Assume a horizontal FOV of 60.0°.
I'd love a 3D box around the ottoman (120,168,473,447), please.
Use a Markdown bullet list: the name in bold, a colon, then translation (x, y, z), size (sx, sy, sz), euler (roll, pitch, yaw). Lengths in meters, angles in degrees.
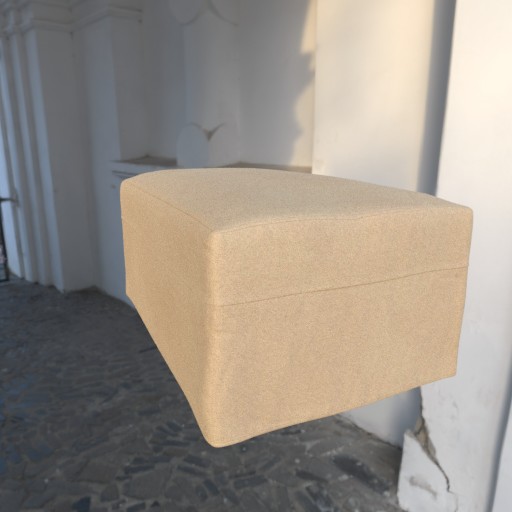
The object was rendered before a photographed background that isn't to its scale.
- **ottoman**: translation (0.000, 0.000, 1.177), size (0.590, 0.444, 0.872), euler (-7, 17, -24)
